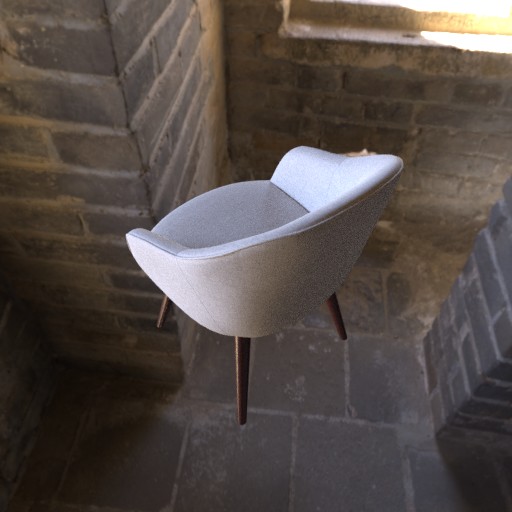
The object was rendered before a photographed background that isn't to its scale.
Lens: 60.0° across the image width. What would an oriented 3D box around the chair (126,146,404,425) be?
[{"bbox_3d":[0.000,0.000,1.274,0.596,0.823,0.635,-32,54,-26],"label":"chair"}]
